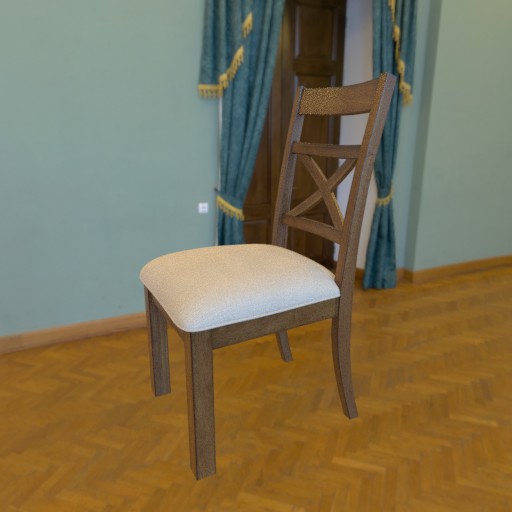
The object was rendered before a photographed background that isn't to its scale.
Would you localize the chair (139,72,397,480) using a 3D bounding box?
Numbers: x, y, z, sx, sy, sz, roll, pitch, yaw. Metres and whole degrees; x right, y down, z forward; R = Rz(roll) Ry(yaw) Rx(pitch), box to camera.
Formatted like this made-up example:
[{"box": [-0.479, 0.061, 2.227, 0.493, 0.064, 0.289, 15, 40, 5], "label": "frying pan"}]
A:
[{"box": [0.000, 0.000, 1.249, 0.581, 0.949, 0.461, -8, 18, -26], "label": "chair"}]
